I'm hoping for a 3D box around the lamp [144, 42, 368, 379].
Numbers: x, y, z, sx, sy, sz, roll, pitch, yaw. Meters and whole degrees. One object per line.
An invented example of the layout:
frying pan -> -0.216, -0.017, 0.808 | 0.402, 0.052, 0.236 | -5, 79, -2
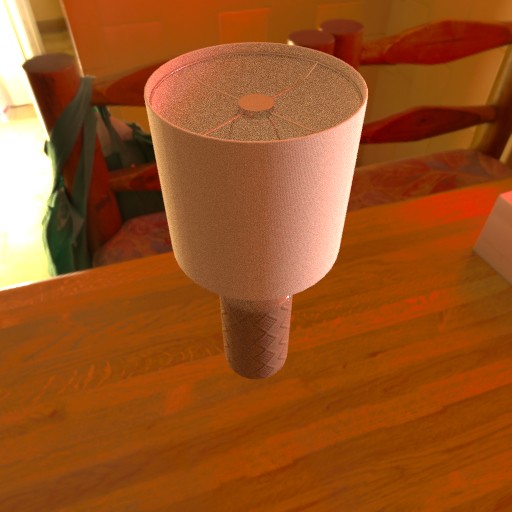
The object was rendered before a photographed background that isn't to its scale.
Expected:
lamp -> 0.000, 0.000, 0.579 | 0.207, 0.461, 0.207 | 32, 54, 28
